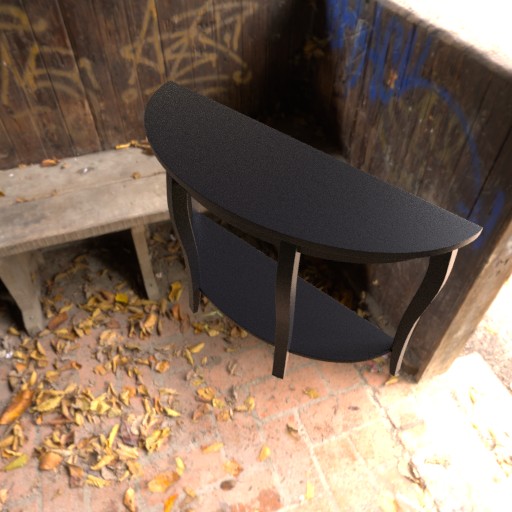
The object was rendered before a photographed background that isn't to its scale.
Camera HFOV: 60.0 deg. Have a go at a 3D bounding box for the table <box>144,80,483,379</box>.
[{"bbox_3d":[0.000,0.000,1.606,1.219,0.780,0.394,33,56,27],"label":"table"}]
